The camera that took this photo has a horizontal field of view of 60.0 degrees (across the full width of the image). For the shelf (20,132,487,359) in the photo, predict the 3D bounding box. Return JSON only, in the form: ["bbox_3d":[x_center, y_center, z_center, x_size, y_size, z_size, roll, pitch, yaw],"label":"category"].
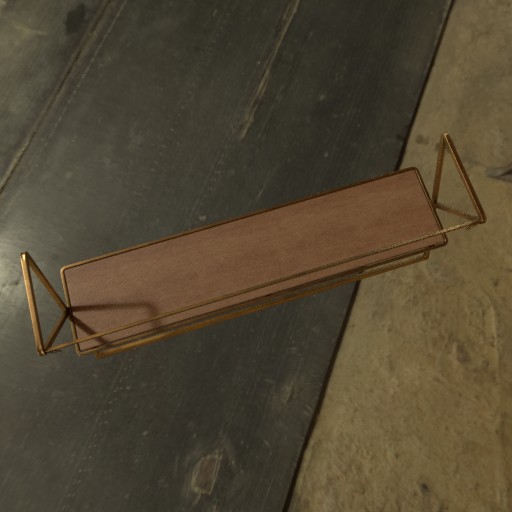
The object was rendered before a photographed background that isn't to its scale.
[{"bbox_3d":[0.000,0.000,0.735,0.645,0.229,0.150,-16,76,-4],"label":"shelf"}]
